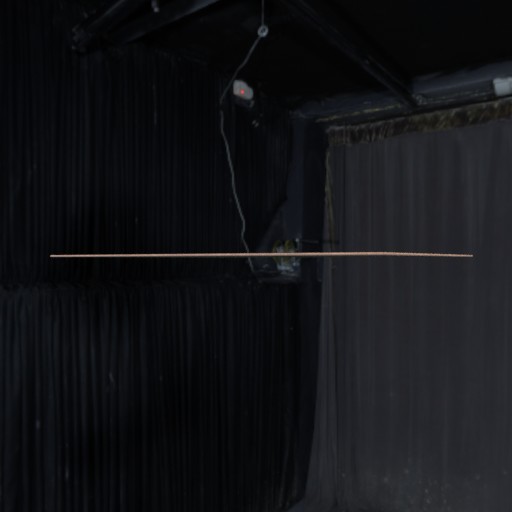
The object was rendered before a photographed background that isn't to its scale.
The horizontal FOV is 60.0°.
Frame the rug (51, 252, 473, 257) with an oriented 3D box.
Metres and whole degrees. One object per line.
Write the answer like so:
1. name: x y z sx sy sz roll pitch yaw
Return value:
1. rug: 0.000 0.000 2.869 2.286 0.011 1.524 0 0 37
